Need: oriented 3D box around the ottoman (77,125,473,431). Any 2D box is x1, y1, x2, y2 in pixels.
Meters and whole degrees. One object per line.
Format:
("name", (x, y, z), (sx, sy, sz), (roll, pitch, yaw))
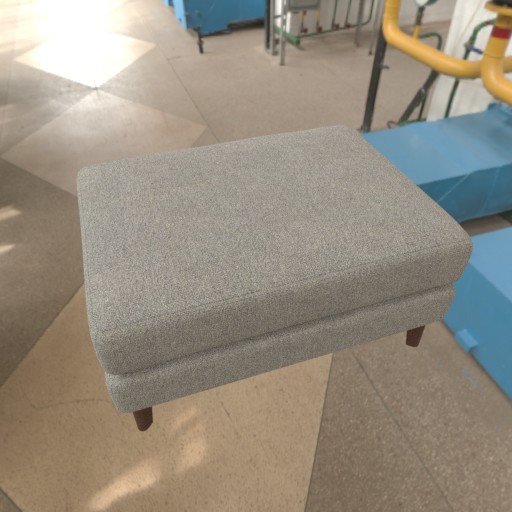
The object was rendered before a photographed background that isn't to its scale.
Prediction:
("ottoman", (0.000, 0.000, 1.182), (0.821, 0.441, 0.611), (-13, 43, -14))
